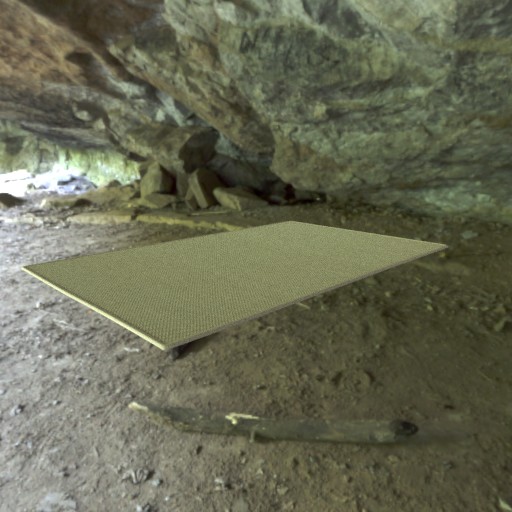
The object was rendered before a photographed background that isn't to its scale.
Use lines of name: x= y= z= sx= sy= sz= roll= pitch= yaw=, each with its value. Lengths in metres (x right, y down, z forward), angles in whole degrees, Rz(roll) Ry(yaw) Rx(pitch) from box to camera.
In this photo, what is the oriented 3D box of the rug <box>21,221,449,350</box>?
rug: x=0.000 y=0.000 z=2.024 sx=1.676 sy=0.013 sz=1.067 roll=-13 pitch=19 yaw=-43
